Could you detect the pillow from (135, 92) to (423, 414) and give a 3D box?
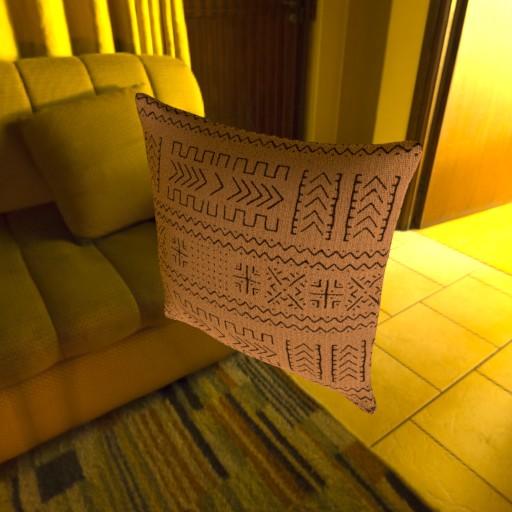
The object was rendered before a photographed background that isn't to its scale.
[{"bbox_3d":[0.000,0.000,0.673,0.438,0.430,0.164,19,36,29],"label":"pillow"}]
